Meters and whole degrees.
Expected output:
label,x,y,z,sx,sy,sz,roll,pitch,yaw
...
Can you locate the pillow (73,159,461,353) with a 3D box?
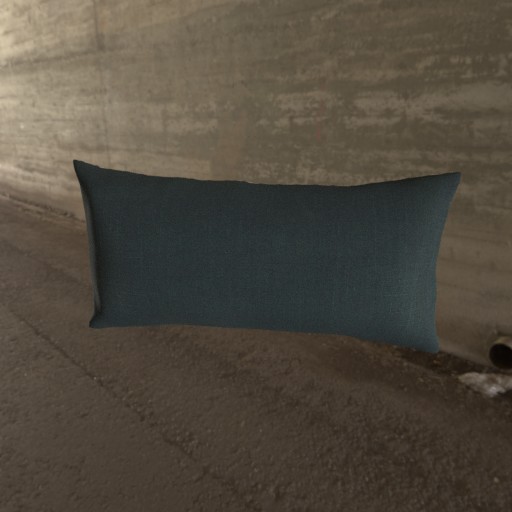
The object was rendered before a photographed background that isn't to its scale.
label,x,y,z,sx,sy,sz,roll,pitch,yaw
pillow,0.000,0.000,0.730,0.609,0.305,0.151,2,17,7
